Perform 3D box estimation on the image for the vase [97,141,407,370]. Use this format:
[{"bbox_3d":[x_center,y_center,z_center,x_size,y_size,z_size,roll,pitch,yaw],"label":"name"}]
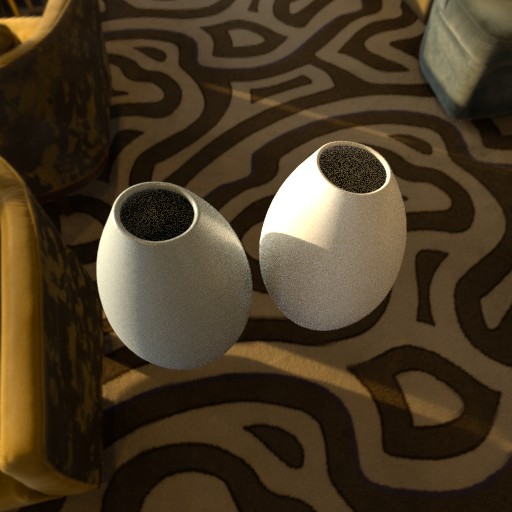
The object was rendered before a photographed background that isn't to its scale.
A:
[{"bbox_3d":[0.000,0.000,0.264,0.187,0.131,0.089,-14,60,-8],"label":"vase"}]
